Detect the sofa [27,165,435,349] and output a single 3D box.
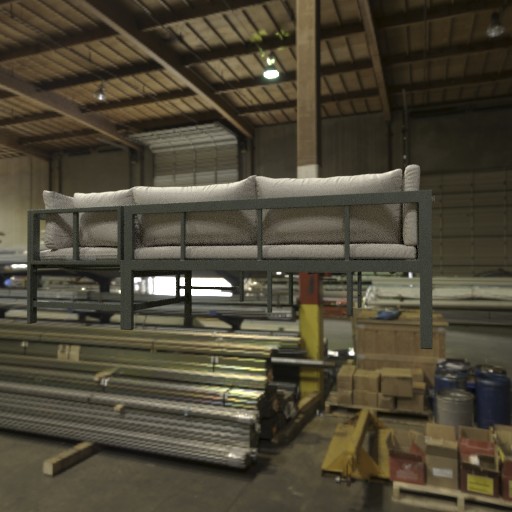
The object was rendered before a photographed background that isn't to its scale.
[{"bbox_3d":[0.000,0.000,2.878,2.096,0.758,1.658,0,-1,20],"label":"sofa"}]
